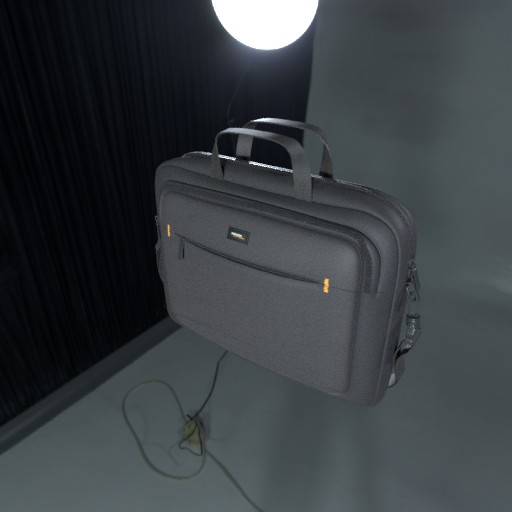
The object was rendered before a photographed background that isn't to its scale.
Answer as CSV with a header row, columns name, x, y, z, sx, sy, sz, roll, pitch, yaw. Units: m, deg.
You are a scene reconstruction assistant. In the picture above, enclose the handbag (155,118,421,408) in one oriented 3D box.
name,x,y,z,sx,sy,sz,roll,pitch,yaw
handbag,0.000,0.000,0.577,0.429,0.330,0.126,19,34,30
